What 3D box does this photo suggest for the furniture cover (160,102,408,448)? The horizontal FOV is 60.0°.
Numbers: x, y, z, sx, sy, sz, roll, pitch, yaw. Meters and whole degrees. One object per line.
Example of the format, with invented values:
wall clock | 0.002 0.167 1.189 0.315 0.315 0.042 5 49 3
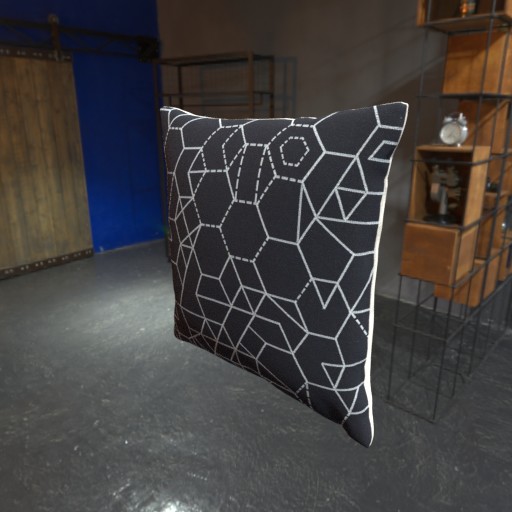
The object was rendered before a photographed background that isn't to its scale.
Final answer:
furniture cover | 0.000 0.000 0.784 0.517 0.508 0.158 16 24 42
